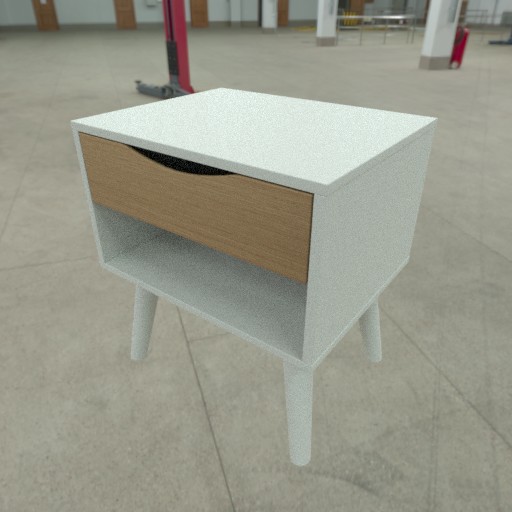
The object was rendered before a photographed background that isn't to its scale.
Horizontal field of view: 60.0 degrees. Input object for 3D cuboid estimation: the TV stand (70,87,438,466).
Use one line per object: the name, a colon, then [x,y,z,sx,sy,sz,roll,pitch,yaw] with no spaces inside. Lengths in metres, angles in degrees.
TV stand: [0.000,0.000,0.923,0.508,0.559,0.405,21,36,31]
